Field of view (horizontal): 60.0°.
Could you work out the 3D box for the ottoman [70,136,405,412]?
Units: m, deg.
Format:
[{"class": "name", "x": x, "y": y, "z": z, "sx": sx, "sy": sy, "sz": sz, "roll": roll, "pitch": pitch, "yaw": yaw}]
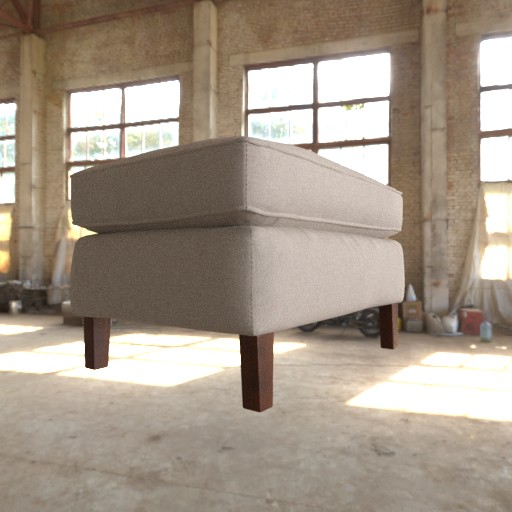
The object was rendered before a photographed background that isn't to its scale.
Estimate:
[{"class": "ottoman", "x": 0.000, "y": 0.000, "z": 1.001, "sx": 0.501, "sy": 0.456, "sz": 0.665, "roll": 0, "pitch": 0, "yaw": 37}]
